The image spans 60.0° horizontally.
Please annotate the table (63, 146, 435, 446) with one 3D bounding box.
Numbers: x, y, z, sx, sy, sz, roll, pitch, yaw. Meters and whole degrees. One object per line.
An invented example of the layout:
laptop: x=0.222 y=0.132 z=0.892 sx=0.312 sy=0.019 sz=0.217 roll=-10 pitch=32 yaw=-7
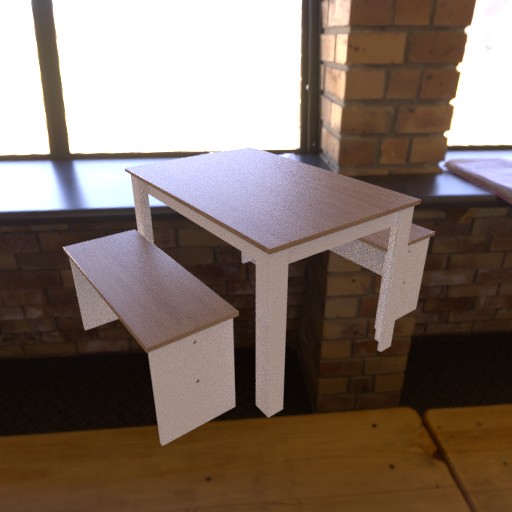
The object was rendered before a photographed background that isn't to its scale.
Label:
table: x=0.000 y=0.000 z=2.032 sx=1.443 sy=0.700 sz=1.100 roll=-18 pitch=32 yaw=-32
